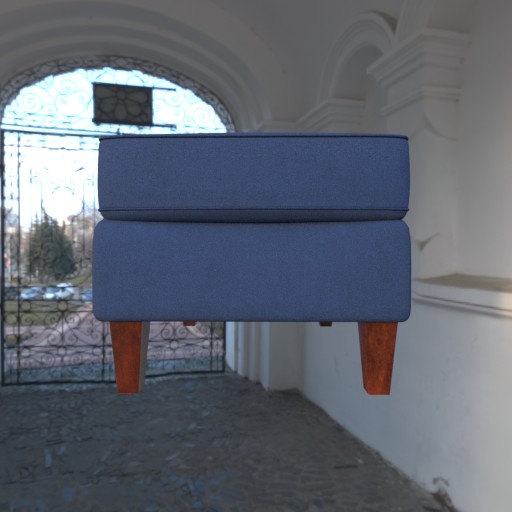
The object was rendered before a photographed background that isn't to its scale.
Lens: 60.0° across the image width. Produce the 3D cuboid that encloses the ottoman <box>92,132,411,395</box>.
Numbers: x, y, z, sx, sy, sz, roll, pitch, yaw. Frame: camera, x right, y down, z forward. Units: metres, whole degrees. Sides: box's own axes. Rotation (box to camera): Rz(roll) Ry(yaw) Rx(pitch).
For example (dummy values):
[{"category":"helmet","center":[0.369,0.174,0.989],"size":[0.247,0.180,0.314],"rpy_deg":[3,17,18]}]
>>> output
[{"category":"ottoman","center":[0.000,0.000,1.392],"size":[0.686,0.584,0.965],"rpy_deg":[0,1,1]}]
